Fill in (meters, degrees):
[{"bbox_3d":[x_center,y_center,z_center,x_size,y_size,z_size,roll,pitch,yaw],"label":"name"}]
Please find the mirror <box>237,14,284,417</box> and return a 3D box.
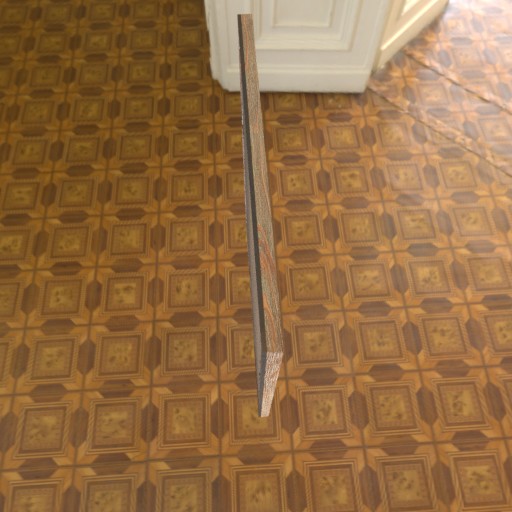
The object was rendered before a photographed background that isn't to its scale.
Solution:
[{"bbox_3d":[0.000,0.000,1.191,0.032,0.882,0.730,-3,64,-2],"label":"mirror"}]
